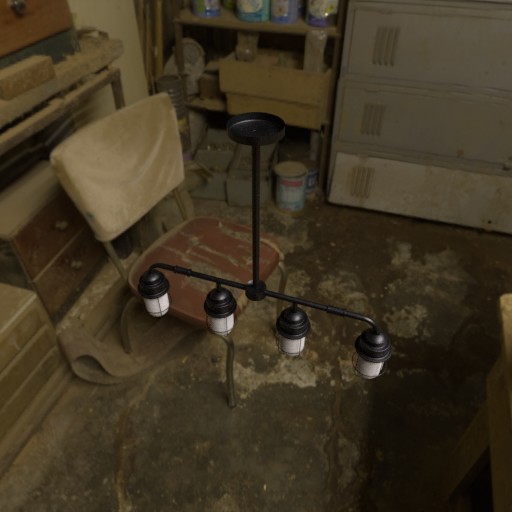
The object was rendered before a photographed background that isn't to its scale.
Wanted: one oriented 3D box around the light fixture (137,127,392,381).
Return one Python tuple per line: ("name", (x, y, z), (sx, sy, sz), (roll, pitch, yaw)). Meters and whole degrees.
("light fixture", (0.000, 0.000, 1.253), (0.852, 0.785, 0.131), (13, 43, 15))
